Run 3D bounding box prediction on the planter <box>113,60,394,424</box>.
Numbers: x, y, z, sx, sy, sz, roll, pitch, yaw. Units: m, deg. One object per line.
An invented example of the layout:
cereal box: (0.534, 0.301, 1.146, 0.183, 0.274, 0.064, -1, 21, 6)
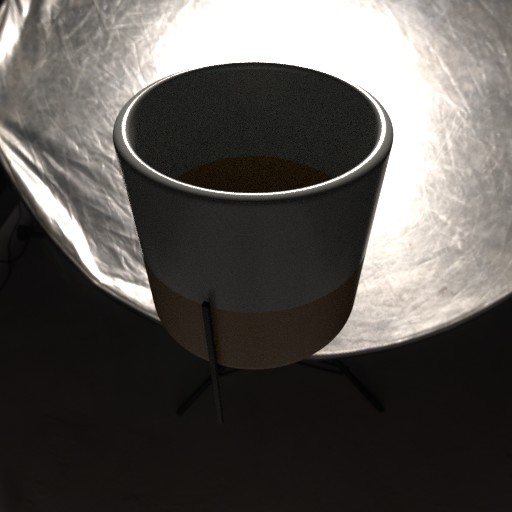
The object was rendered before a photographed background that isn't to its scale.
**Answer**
planter: (0.000, 0.000, 0.632, 0.310, 0.432, 0.310, 3, 46, 3)
